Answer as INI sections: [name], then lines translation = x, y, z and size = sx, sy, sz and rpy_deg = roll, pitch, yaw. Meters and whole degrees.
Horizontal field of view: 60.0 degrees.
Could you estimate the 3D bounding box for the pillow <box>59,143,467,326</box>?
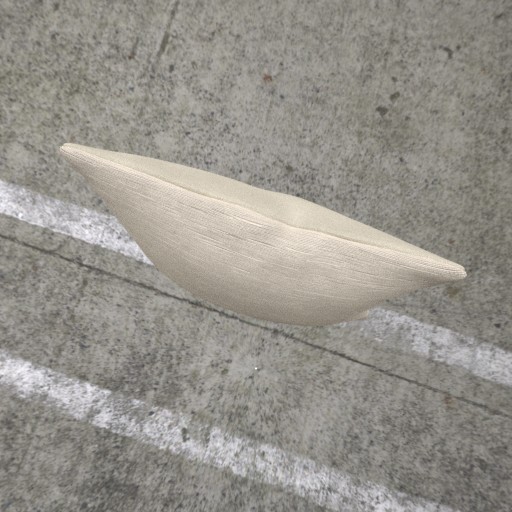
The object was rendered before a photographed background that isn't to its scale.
[pillow]
translation = 0.000, 0.000, 0.648
size = 0.437, 0.420, 0.162
rpy_deg = 18, 76, 4
